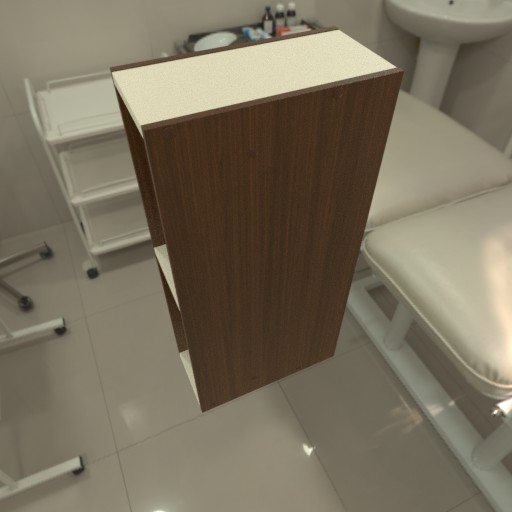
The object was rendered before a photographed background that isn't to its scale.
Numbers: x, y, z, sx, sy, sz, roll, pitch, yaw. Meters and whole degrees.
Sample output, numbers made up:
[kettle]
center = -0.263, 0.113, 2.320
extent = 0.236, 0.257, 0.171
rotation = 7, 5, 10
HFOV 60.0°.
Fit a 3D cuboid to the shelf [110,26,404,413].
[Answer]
[shelf]
center = 0.000, 0.000, 0.705
extent = 0.290, 0.600, 0.147
rotation = -19, 50, -17
